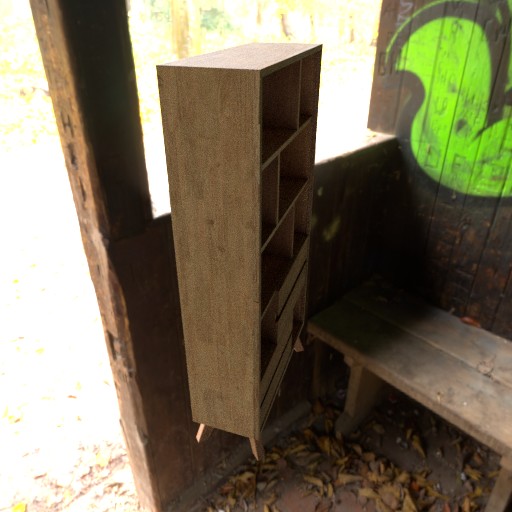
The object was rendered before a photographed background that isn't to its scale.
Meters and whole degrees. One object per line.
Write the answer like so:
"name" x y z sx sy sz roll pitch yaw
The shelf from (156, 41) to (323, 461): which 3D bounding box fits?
"shelf" 0.000 0.000 1.753 0.308 1.471 0.748 10 31 16
